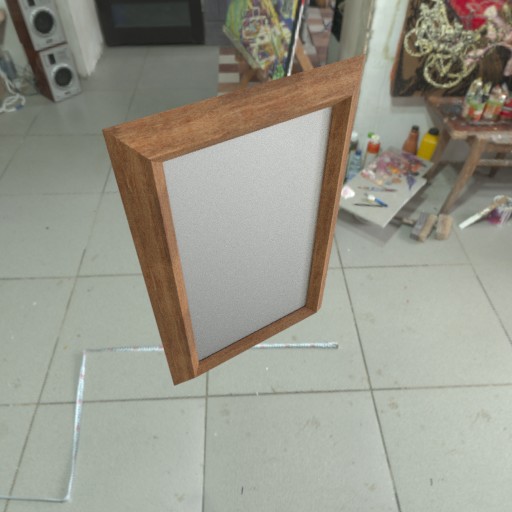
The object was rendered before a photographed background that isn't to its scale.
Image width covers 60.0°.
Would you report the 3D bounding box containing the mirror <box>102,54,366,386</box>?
[{"bbox_3d":[0.000,0.000,1.301,0.651,1.010,0.047,-24,51,-21],"label":"mirror"}]
